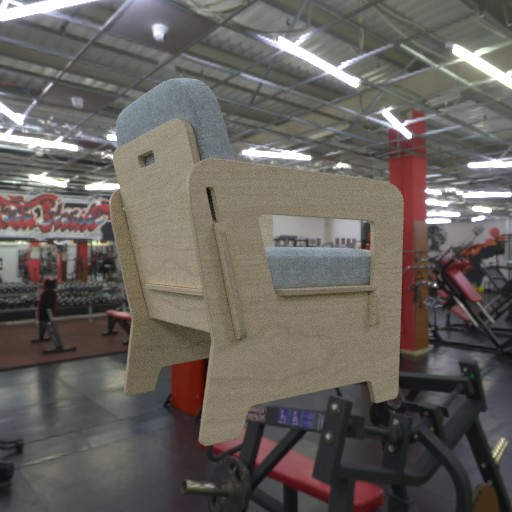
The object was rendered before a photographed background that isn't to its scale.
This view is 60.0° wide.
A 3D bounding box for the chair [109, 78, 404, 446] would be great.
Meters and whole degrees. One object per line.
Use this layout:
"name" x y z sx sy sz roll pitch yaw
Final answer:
"chair" 0.000 0.000 1.286 0.710 0.800 0.590 0 0 -38
